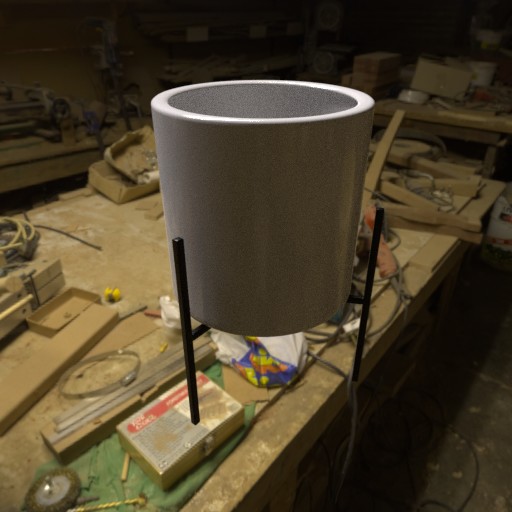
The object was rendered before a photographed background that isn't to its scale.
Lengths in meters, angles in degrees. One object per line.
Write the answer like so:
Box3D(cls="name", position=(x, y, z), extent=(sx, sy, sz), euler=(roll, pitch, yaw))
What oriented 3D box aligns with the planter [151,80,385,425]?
Box3D(cls="planter", position=(0.000, 0.000, 0.520), extent=(0.239, 0.356, 0.239), euler=(22, 36, 34))
